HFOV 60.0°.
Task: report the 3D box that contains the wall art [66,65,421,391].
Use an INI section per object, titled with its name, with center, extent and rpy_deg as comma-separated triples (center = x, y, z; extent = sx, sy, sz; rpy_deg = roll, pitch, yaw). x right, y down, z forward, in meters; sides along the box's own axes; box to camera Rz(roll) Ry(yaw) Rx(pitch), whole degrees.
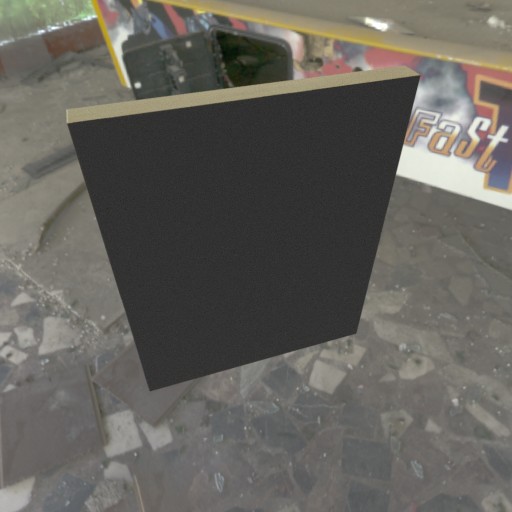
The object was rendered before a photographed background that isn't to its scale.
[wall art]
center = 0.000, 0.000, 0.806
extent = 0.489, 0.608, 0.040
rpy_deg = -13, 44, -13
